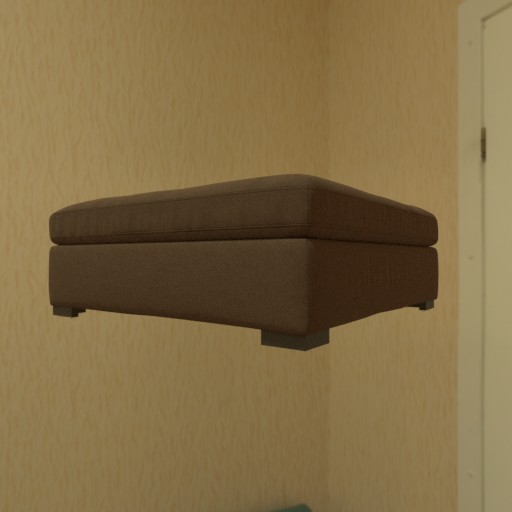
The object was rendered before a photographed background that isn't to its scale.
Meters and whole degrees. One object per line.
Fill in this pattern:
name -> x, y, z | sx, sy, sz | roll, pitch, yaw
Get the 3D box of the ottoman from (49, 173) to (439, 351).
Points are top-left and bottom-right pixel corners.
ottoman -> 0.000, 0.000, 1.837 | 1.181, 0.470, 1.181 | 0, 0, 36
